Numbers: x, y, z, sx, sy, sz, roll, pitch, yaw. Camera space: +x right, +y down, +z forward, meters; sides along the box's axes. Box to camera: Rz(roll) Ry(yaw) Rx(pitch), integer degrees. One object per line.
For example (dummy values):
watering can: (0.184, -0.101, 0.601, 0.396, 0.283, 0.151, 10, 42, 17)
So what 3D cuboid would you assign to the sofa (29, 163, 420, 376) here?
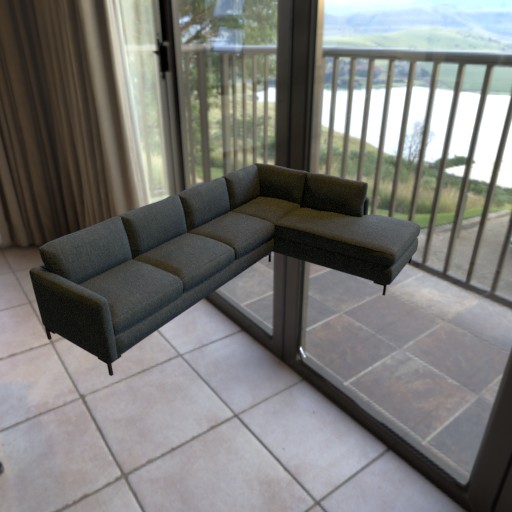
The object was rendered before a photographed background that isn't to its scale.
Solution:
sofa: (0.000, 0.000, 3.833, 2.007, 0.815, 2.949, 17, 32, 30)
